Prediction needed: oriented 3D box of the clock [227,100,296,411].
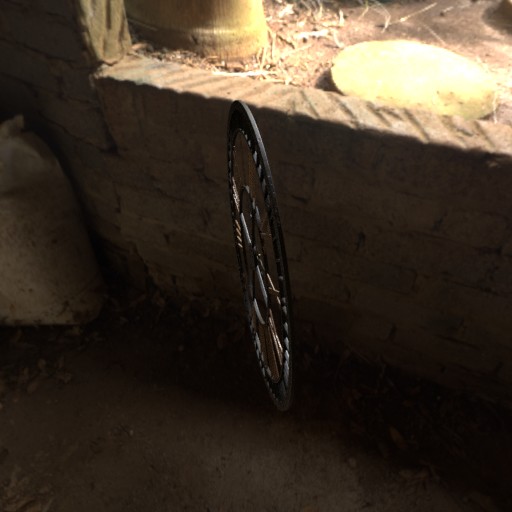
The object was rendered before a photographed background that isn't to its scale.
[{"bbox_3d":[0.000,0.000,1.261,0.025,0.843,0.843,-9,47,-8],"label":"clock"}]
